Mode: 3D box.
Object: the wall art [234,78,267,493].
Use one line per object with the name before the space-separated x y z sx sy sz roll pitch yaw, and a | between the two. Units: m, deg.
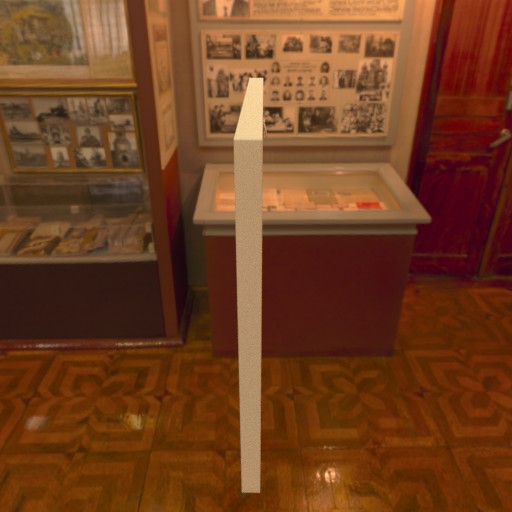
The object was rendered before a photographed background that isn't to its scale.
wall art | 0.000 0.000 1.121 0.050 0.762 0.761 0 28 1
